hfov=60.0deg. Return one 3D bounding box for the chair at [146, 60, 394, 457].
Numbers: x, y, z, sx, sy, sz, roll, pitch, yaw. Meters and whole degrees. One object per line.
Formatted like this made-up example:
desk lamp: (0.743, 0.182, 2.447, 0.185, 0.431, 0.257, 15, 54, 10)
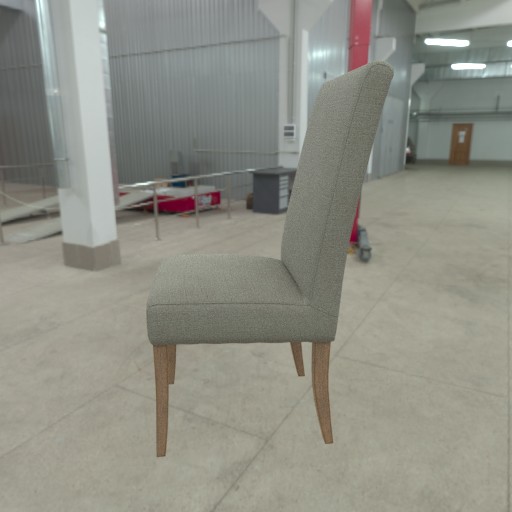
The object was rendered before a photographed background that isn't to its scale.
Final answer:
chair: (0.000, 0.000, 1.328, 0.611, 1.033, 0.450, -2, 15, -6)
